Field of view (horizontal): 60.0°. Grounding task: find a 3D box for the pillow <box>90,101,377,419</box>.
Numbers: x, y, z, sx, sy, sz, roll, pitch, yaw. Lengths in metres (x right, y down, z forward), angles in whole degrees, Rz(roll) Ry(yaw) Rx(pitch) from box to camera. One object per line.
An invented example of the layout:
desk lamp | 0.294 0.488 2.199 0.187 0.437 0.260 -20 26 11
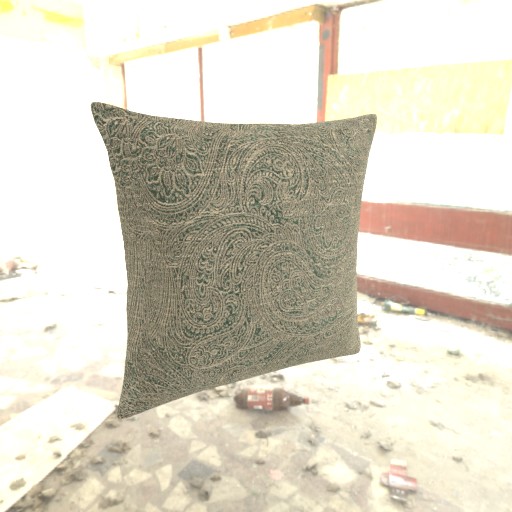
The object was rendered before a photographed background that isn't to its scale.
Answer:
pillow | 0.000 0.000 0.800 0.526 0.507 0.166 -7 16 -27
